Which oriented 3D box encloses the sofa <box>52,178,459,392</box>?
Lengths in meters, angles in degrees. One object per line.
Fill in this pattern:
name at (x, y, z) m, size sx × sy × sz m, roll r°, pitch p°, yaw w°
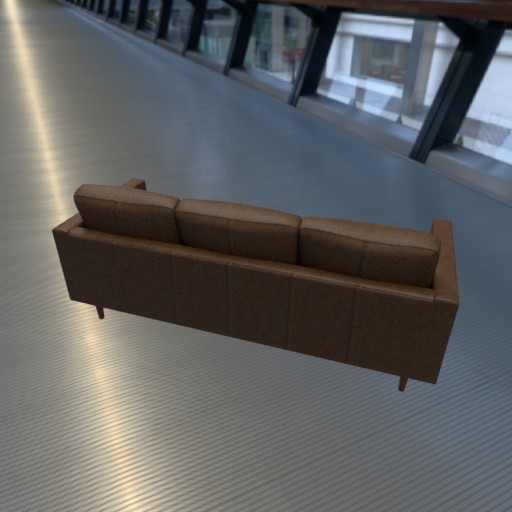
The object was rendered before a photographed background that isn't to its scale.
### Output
sofa at (0.000, 0.000, 2.765) m, size 2.231 × 0.930 × 0.903 m, roll 10°, pitch 32°, yaw 16°
